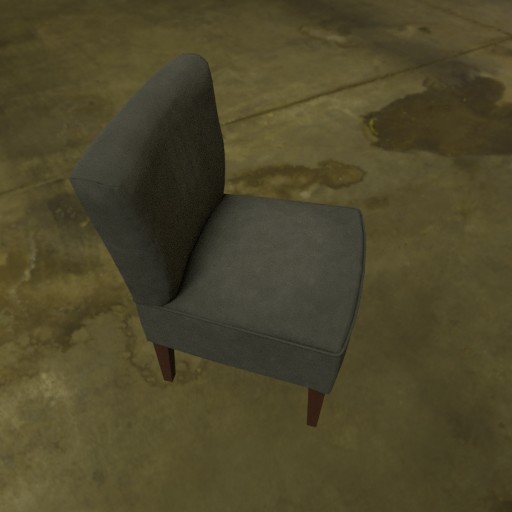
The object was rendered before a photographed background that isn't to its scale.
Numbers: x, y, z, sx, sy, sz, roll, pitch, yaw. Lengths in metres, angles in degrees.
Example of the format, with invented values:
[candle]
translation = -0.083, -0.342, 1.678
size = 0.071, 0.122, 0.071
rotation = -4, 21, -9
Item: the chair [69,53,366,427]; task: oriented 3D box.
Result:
[chair]
translation = 0.000, 0.000, 1.149
size = 0.554, 0.806, 0.521
rotation = 10, 47, 10
